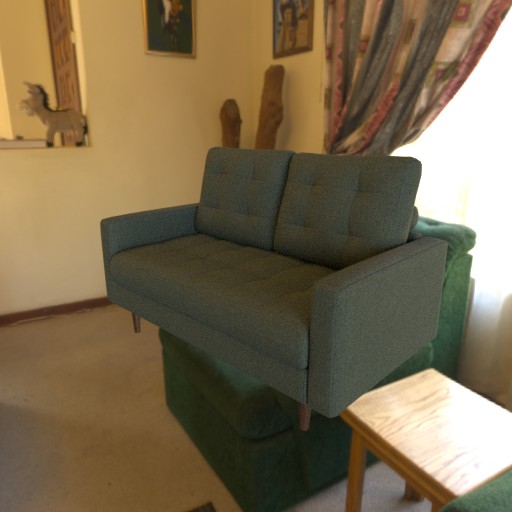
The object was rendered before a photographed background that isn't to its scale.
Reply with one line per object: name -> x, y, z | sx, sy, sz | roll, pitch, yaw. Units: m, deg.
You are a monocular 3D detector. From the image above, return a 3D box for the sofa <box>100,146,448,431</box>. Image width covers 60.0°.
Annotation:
sofa -> 0.000, 0.000, 2.004 | 1.407, 0.907, 0.842 | 15, 22, 42
